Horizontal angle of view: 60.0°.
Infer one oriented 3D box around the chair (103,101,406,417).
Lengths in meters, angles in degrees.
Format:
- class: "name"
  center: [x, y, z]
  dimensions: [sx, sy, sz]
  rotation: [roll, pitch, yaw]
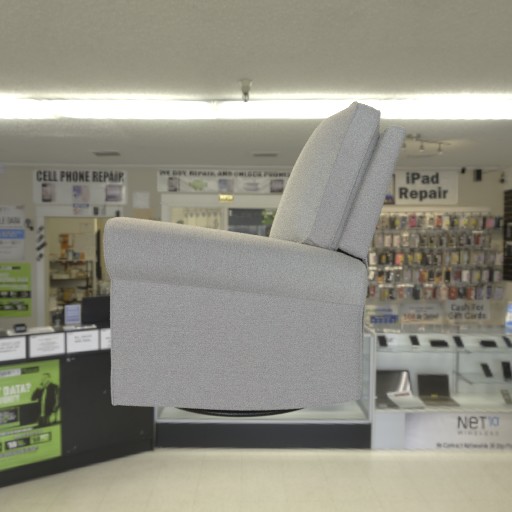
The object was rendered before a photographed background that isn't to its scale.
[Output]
- class: "chair"
  center: [0.000, 0.000, 1.642]
  dimensions: [0.878, 0.960, 0.890]
  rotation: [0, 2, 1]
